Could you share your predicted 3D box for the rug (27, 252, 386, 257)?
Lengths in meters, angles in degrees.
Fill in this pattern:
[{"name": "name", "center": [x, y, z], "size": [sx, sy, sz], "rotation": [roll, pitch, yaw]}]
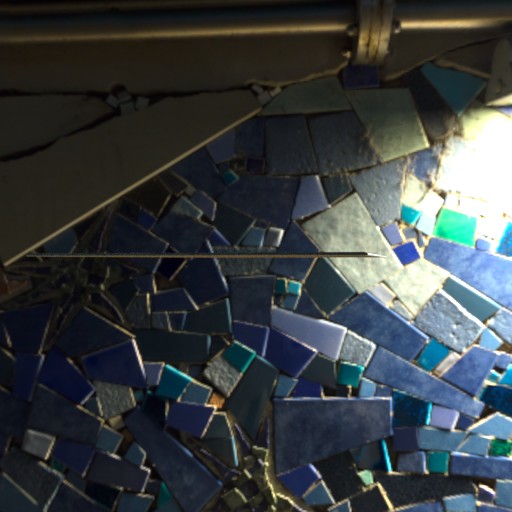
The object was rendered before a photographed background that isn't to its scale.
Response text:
[{"name": "rug", "center": [0.000, 0.000, 2.908], "size": [1.578, 0.014, 2.206], "rotation": [0, 0, 18]}]
